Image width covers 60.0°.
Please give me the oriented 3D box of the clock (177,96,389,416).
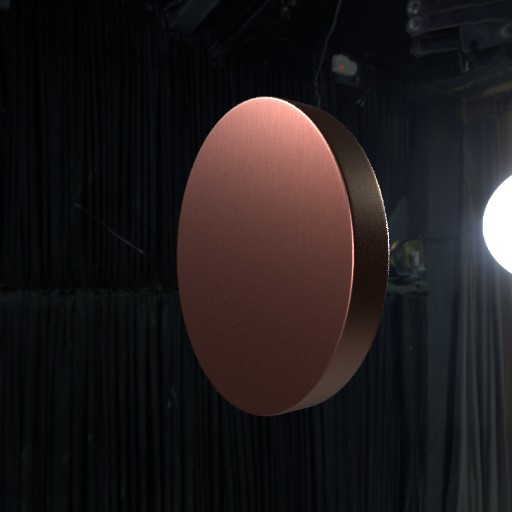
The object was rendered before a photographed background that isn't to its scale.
[{"bbox_3d":[0.000,0.000,0.463,0.040,0.313,0.313,0,-1,-34],"label":"clock"}]
